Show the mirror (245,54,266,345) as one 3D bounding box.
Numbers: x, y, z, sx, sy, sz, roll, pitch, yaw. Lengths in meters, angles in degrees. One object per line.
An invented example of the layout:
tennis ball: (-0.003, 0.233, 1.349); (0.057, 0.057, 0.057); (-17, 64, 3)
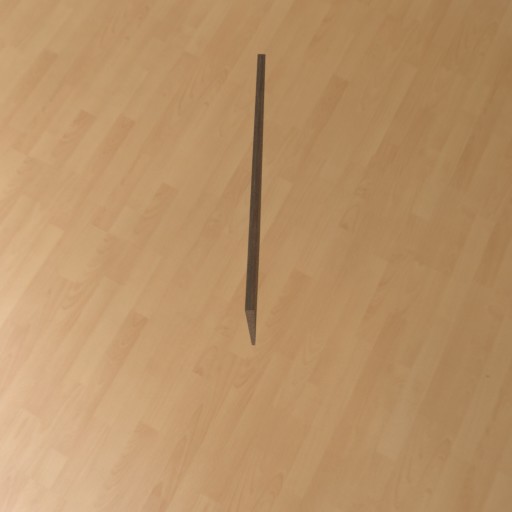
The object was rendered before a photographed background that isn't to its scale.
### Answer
mirror: (0.000, 0.000, 2.292); (0.025, 2.032, 0.812); (2, 76, 1)
